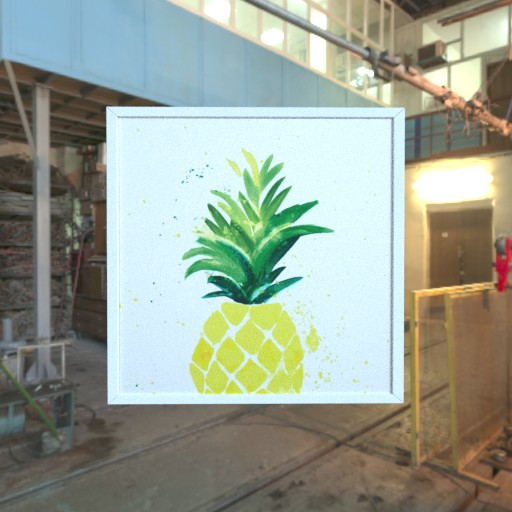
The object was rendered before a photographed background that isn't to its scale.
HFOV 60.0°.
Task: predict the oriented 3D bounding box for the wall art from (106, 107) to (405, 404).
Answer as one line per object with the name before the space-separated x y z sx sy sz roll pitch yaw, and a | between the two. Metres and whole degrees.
wall art | 0.000 0.000 0.776 0.508 0.507 0.035 0 1 -1
